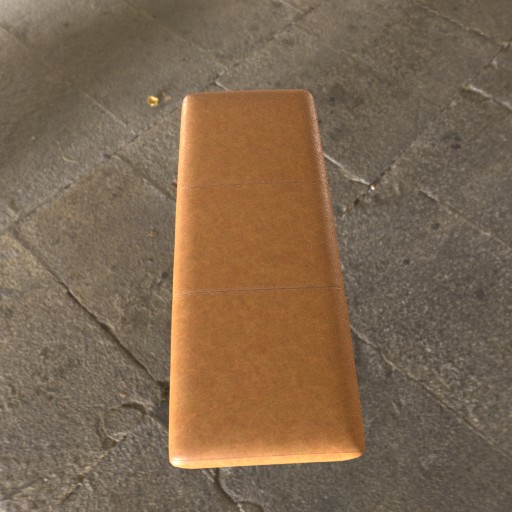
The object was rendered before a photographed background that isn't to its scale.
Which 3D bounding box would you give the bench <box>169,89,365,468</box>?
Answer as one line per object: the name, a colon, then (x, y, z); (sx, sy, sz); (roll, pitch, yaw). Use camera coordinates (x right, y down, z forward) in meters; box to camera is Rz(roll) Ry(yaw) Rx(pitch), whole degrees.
bench: (0.000, 0.000, 1.885); (0.653, 0.399, 1.610); (-2, 62, -1)
